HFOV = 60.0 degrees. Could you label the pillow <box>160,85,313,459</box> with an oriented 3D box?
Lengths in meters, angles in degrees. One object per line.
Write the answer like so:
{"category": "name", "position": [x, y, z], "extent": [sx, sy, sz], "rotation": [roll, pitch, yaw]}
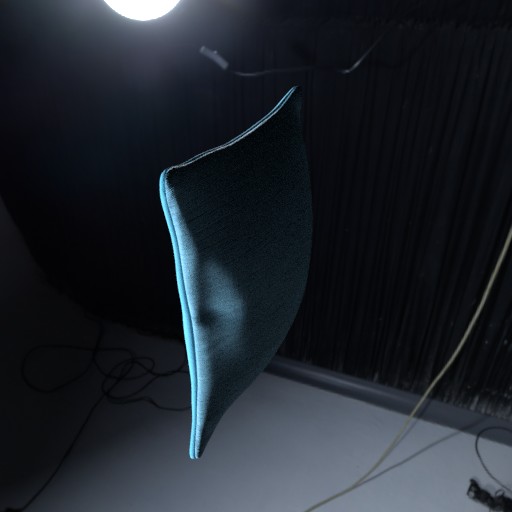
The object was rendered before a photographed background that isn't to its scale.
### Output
{"category": "pillow", "position": [0.000, 0.000, 0.666], "extent": [0.151, 0.415, 0.433], "rotation": [11, 33, 18]}
